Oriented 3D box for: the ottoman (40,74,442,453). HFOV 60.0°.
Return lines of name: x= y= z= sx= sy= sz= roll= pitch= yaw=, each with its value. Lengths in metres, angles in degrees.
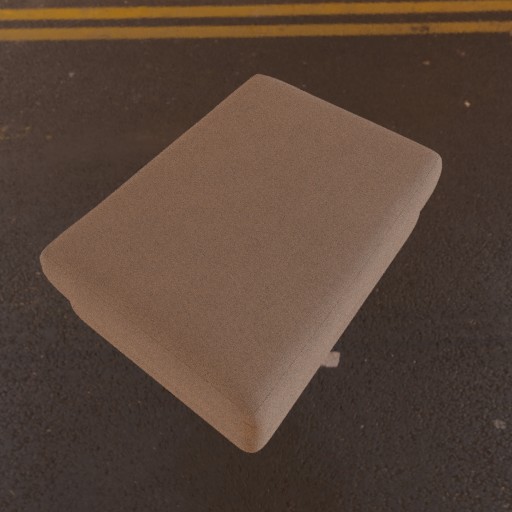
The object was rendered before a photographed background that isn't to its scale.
ottoman: x=0.000 y=0.000 z=1.124 sx=0.569 sy=0.504 sz=0.773 roll=32 pitch=63 yaw=19
